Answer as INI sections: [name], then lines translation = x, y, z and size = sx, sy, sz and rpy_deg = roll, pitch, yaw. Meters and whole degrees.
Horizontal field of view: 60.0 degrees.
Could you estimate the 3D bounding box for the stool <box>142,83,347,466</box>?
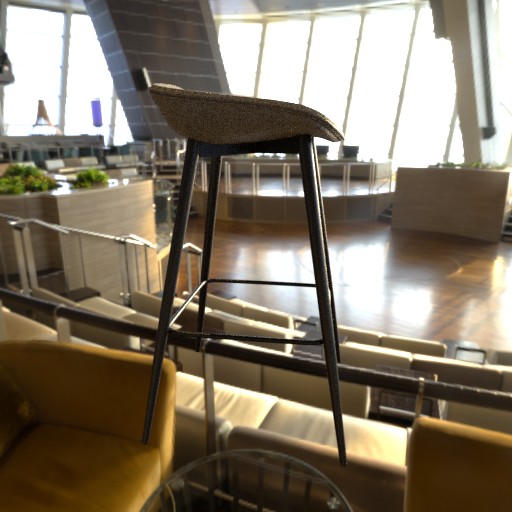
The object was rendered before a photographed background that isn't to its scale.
[stool]
translation = 0.000, 0.000, 1.122
size = 0.480, 0.814, 0.469
rpy_deg = 2, 16, 8
